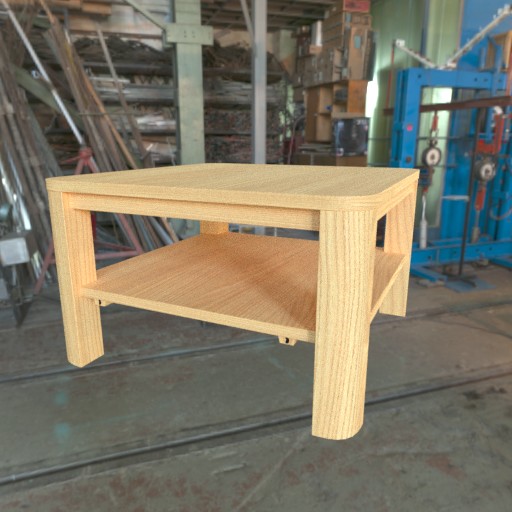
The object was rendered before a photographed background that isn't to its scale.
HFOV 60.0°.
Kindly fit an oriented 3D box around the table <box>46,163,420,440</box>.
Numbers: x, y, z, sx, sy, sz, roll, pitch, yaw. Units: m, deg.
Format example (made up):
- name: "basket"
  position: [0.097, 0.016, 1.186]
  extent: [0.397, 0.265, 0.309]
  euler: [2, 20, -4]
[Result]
- name: "table"
  position: [0.000, 0.000, 1.221]
  extent: [0.750, 0.450, 0.750]
  euler: [7, 16, 25]
